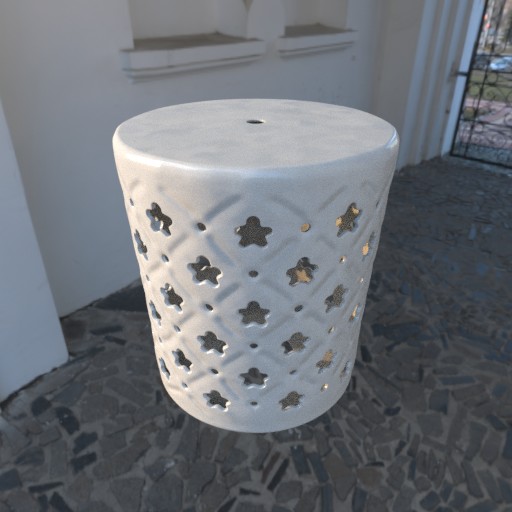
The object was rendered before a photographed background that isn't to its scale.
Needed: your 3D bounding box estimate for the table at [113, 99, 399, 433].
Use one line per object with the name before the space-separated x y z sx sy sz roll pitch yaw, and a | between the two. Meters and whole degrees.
table | 0.000 0.000 0.649 0.352 0.387 0.352 0 30 0
